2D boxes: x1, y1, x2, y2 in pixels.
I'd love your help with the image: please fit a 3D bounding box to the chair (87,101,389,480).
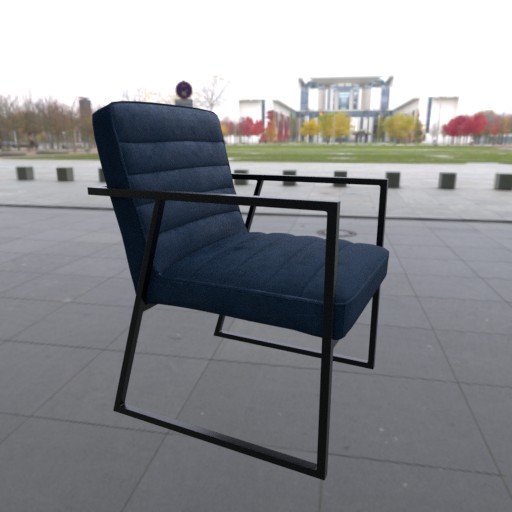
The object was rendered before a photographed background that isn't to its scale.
[{"bbox_3d":[0.000,0.000,1.257,0.677,0.833,0.571,7,16,25],"label":"chair"}]
